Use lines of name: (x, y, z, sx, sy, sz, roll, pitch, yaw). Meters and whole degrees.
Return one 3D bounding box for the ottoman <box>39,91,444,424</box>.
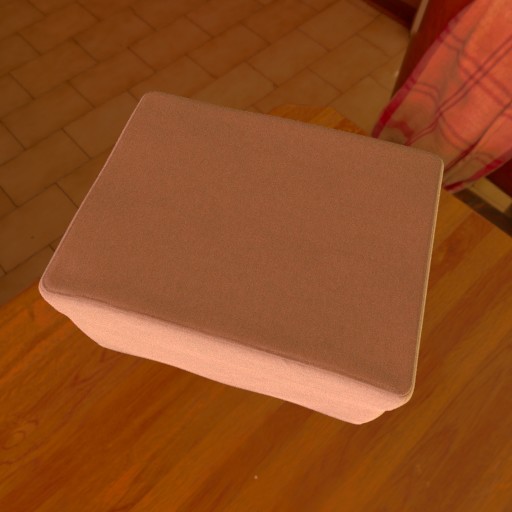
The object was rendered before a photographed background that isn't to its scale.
ottoman: (0.000, 0.000, 1.233, 0.833, 0.461, 0.648, 15, 64, 7)
